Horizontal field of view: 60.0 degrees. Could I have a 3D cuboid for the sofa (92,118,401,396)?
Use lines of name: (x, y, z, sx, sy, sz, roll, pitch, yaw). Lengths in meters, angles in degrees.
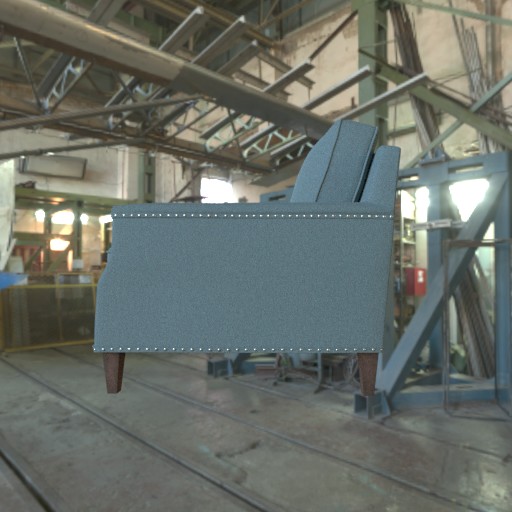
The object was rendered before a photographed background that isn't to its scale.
sofa: (0.000, 0.000, 2.283, 1.084, 1.003, 1.597, 0, -2, 2)
